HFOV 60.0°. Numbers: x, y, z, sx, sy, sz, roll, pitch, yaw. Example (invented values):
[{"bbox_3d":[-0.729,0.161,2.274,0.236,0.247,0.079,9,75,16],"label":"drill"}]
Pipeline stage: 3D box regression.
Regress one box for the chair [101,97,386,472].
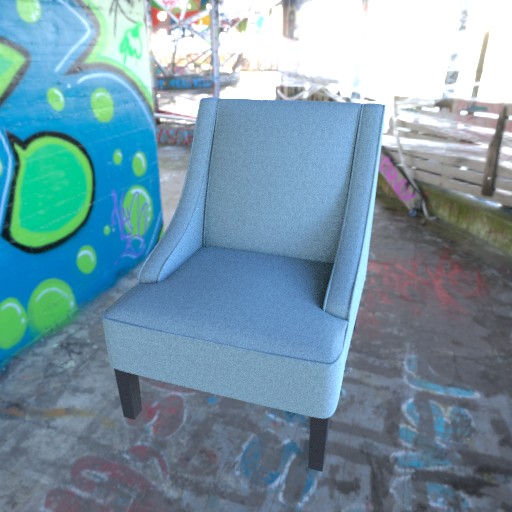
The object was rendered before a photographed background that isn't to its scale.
[{"bbox_3d":[0.000,0.000,1.836,0.857,1.133,1.025,8,27,17],"label":"chair"}]
